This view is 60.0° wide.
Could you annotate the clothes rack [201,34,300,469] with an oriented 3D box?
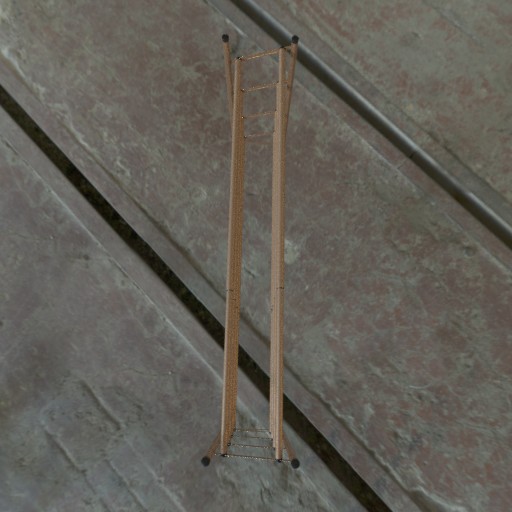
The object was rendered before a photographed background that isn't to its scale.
[{"bbox_3d":[0.000,0.000,1.474,0.229,0.672,1.168,1,75,0],"label":"clothes rack"}]
